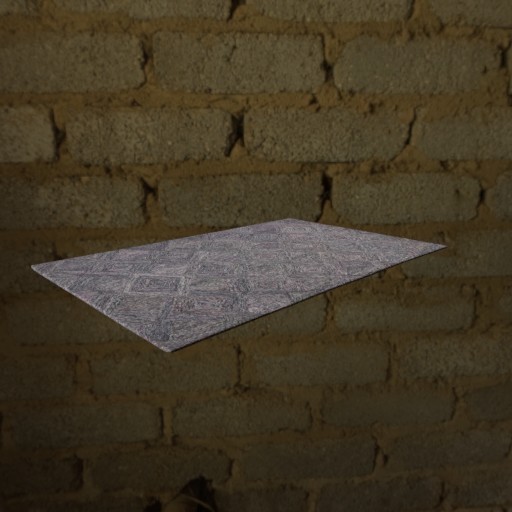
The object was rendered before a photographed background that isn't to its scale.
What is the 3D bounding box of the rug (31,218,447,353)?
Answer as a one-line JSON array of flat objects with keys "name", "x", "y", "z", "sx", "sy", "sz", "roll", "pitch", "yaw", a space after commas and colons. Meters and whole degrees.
[{"name": "rug", "x": 0.000, "y": 0.000, "z": 2.198, "sx": 1.752, "sy": 0.013, "sz": 1.158, "roll": -14, "pitch": 21, "yaw": -42}]
